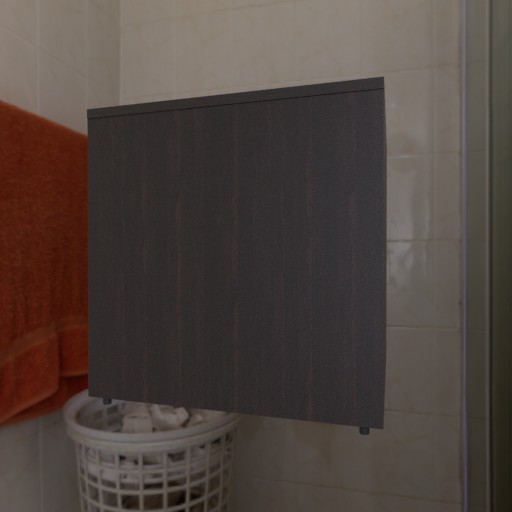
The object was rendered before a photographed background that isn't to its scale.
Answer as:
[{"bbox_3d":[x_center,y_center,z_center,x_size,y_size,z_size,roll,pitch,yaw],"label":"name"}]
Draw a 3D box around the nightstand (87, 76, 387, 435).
[{"bbox_3d":[0.000,0.000,0.822,0.461,0.460,0.400,0,1,17],"label":"nightstand"}]
